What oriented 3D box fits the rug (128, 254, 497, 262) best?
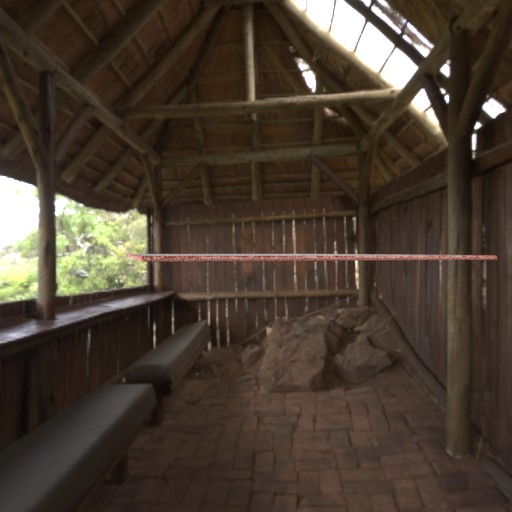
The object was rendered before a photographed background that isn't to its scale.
[{"bbox_3d":[0.000,0.000,2.253,1.219,0.016,1.829,0,0,-17],"label":"rug"}]
